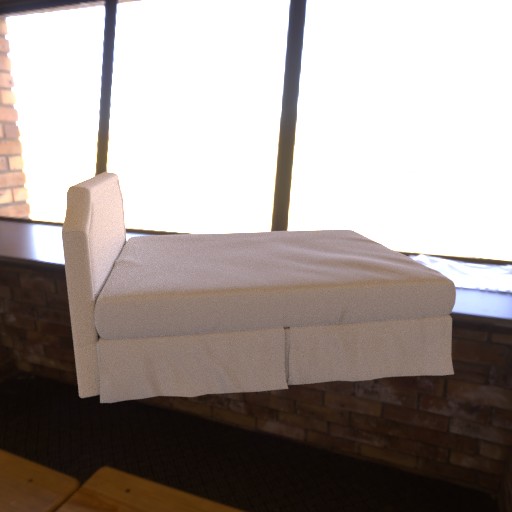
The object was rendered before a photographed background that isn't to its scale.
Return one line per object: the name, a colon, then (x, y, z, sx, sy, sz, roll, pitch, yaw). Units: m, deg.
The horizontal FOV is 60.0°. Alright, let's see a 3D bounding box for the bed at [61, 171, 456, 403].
bed: (0.000, 0.000, 3.599, 2.498, 1.293, 1.977, -2, 15, -9)
